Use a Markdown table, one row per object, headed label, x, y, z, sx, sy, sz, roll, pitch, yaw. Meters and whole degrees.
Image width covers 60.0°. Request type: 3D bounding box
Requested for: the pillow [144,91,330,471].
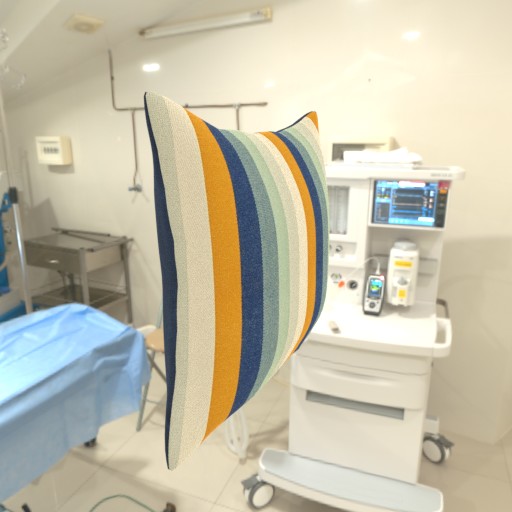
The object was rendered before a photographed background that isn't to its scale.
| label | x | y | z | sx | sy | sz | roll | pitch | yaw |
| --- | --- | --- | --- | --- | --- | --- | --- | --- | --- |
| pillow | 0.000 | 0.000 | 0.698 | 0.173 | 0.454 | 0.463 | 8 | 17 | 27 |
